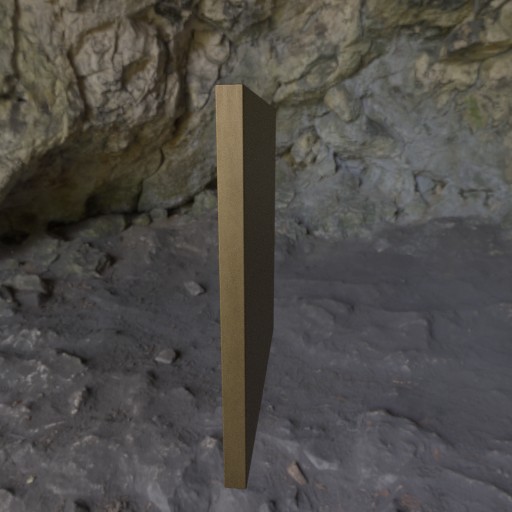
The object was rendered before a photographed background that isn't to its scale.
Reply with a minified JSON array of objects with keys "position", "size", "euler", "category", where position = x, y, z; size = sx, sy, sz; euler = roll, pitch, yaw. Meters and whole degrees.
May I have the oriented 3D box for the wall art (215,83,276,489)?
[{"position":[0.000,0.000,0.765],"size":[0.030,0.506,0.503],"euler":[2,16,6],"category":"wall art"}]
